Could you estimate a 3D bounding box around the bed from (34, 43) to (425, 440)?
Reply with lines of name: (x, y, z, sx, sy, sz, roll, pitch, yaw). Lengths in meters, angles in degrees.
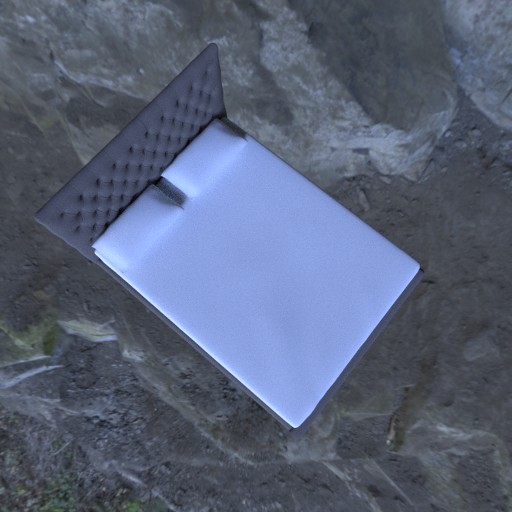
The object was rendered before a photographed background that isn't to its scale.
bed: (0.000, 0.000, 3.387, 2.233, 1.426, 1.696, 39, 78, 10)
